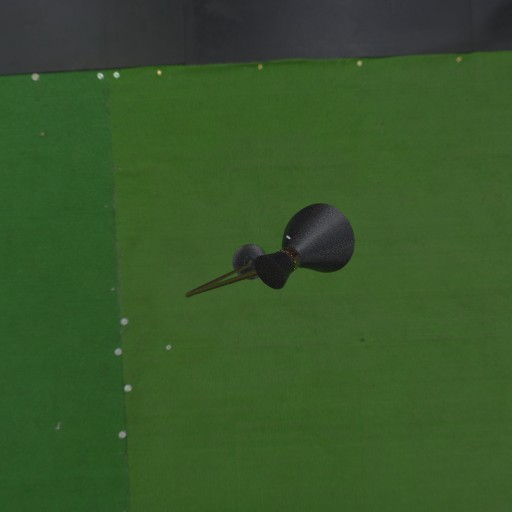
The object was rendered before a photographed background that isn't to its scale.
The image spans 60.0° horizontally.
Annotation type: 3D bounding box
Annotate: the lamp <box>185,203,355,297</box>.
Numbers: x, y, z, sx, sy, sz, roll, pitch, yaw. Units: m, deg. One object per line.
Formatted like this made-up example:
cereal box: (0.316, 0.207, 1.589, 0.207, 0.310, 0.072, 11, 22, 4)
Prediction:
lamp: (0.000, 0.000, 1.617, 0.467, 1.438, 0.277, 0, 91, 0)
